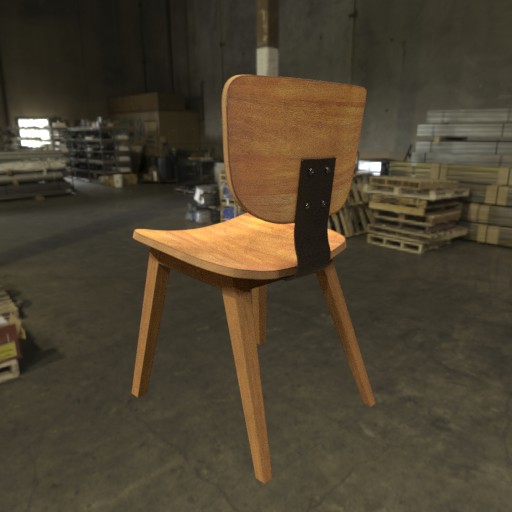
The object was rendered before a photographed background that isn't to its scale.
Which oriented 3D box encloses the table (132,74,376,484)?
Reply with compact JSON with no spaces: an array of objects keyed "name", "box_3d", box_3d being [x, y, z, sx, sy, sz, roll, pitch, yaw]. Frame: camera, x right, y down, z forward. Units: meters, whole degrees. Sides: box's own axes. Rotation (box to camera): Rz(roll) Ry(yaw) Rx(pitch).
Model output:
[{"name":"table","box_3d":[0.000,0.000,1.130,0.499,0.805,0.500,-14,21,-41]}]
